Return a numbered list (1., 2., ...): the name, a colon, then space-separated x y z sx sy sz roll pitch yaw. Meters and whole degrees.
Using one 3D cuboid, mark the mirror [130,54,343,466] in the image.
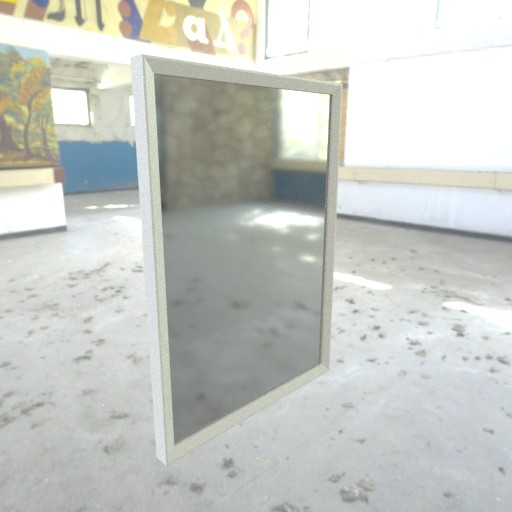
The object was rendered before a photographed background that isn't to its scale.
1. mirror: 0.000 0.000 0.922 0.507 0.710 0.039 -14 20 -43
